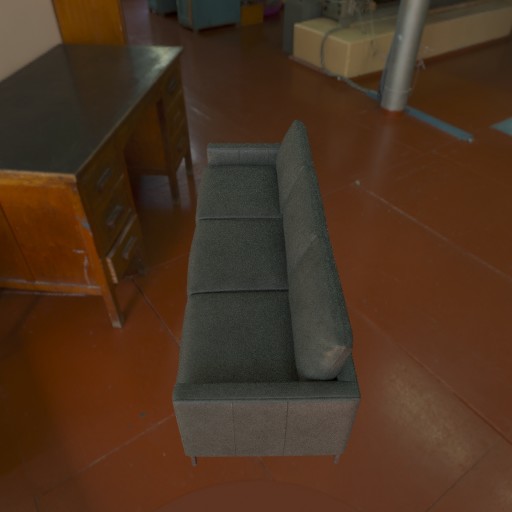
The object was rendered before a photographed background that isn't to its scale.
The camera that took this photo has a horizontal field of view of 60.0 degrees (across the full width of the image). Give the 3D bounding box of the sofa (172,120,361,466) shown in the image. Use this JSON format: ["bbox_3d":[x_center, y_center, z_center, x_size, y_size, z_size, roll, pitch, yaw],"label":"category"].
[{"bbox_3d":[0.000,0.000,2.477,0.748,0.805,2.029,-1,41,-1],"label":"sofa"}]
